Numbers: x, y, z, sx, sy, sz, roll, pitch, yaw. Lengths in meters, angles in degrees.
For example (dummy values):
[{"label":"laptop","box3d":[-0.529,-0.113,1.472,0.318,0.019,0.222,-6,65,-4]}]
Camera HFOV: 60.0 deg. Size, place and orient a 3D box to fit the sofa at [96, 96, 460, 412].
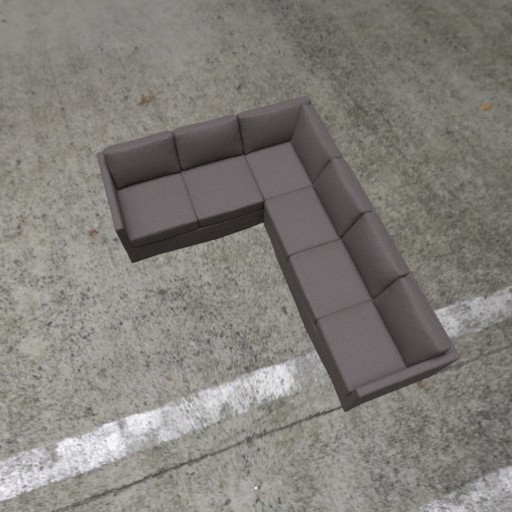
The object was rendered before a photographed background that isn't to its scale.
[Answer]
[{"label":"sofa","box3d":[0.000,0.000,4.339,2.432,0.871,3.182,-18,64,-9]}]
